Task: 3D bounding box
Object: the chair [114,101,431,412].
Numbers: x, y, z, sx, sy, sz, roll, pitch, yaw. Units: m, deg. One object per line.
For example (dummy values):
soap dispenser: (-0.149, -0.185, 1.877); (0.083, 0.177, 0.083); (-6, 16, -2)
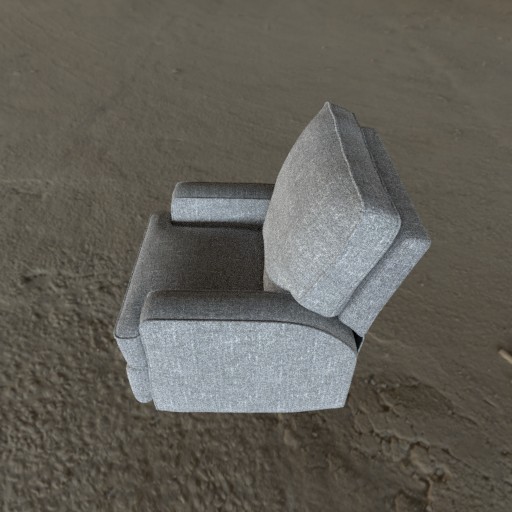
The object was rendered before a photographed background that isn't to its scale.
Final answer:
chair: (0.000, 0.000, 1.718); (0.964, 0.962, 0.861); (0, 40, 0)
